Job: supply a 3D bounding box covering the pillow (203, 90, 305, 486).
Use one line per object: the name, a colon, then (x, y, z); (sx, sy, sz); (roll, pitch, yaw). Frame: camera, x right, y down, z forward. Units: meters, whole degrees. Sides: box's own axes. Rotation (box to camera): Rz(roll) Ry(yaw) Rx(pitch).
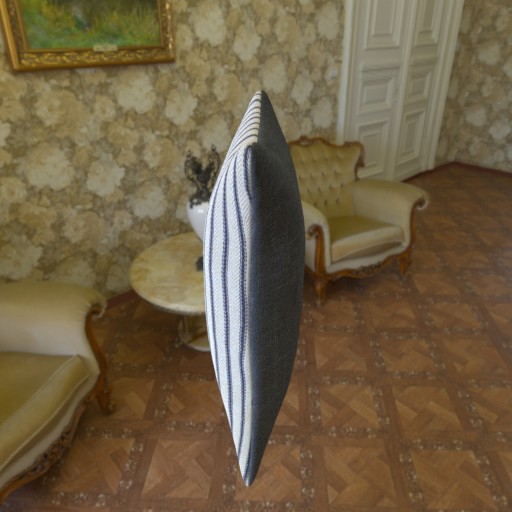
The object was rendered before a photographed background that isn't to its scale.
pillow: (0.000, 0.000, 0.689); (0.138, 0.444, 0.468); (1, 27, 2)
